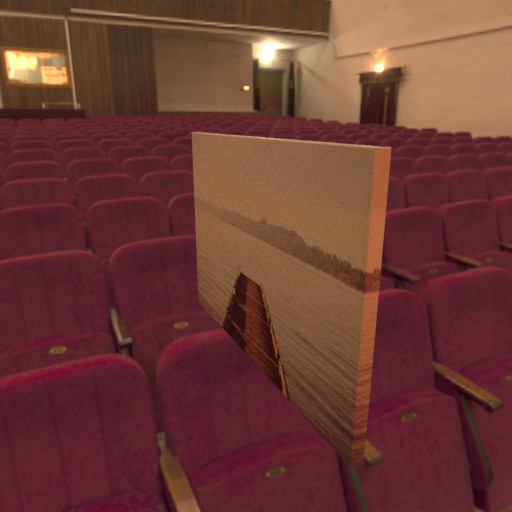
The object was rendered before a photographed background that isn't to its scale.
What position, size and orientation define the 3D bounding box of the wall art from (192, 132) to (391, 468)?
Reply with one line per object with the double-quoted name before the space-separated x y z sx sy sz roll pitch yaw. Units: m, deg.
"wall art" 0.000 0.000 0.789 0.021 0.410 0.615 -8 19 -25
